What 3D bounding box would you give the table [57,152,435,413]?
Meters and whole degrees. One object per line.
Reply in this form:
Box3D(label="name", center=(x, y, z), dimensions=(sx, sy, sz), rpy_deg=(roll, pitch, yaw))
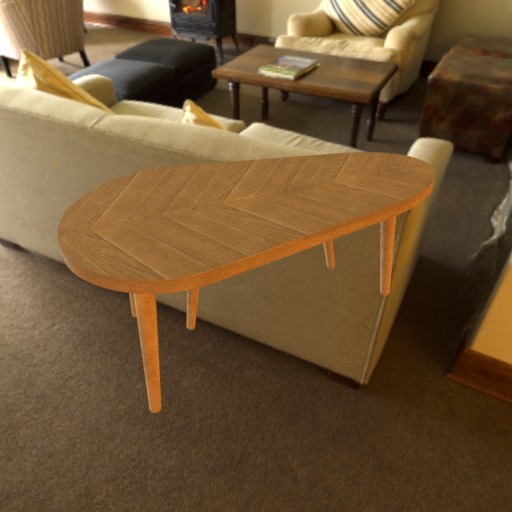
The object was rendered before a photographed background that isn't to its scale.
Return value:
Box3D(label="table", center=(0.000, 0.000, 1.590), dimensions=(1.190, 0.595, 0.701), rpy_deg=(-13, 42, -15))
